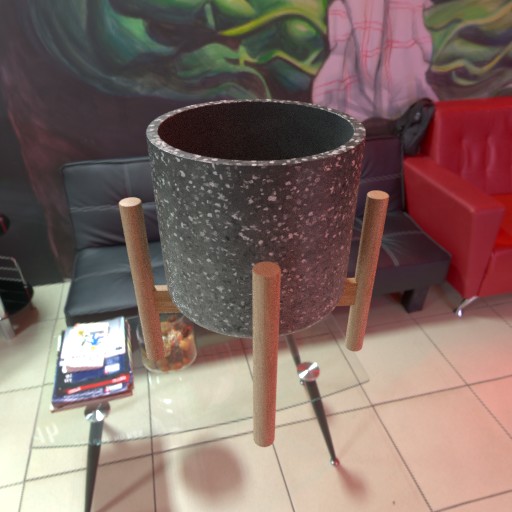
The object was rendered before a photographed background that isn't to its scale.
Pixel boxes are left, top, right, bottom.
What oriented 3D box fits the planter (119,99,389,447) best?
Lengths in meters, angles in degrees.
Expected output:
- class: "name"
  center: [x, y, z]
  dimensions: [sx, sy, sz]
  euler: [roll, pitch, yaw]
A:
- class: "planter"
  center: [0.000, 0.000, 0.544]
  dimensions: [0.284, 0.320, 0.284]
  euler: [10, 34, 16]
